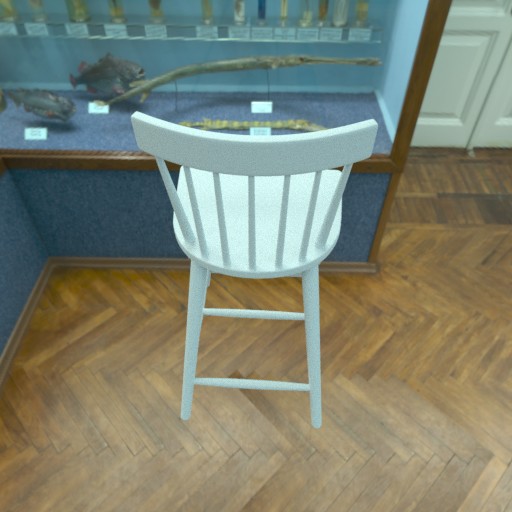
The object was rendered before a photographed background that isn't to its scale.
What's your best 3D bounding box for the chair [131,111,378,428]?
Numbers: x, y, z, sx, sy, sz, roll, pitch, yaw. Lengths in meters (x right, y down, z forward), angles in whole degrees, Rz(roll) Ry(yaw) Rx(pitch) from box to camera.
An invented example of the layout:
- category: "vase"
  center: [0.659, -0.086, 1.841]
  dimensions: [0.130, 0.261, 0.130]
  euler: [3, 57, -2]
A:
- category: "chair"
  center: [0.000, 0.000, 1.250]
  dimensions: [0.483, 0.952, 0.572]
  euler: [3, 47, 2]
